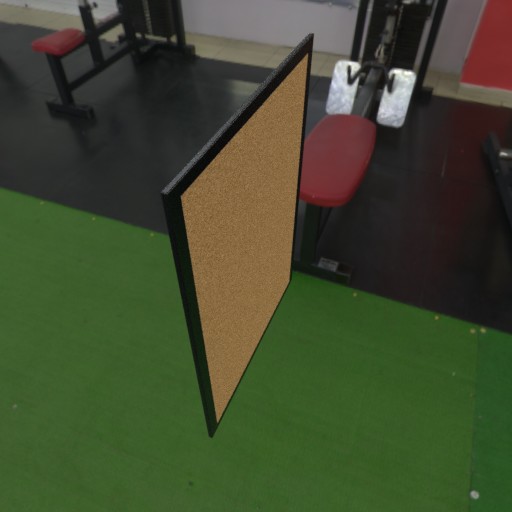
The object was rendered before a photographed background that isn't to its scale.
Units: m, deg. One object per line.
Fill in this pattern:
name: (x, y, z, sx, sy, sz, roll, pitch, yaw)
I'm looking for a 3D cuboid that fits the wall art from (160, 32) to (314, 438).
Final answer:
wall art: (0.000, 0.000, 1.257, 0.013, 0.967, 0.707, 18, 49, 16)
